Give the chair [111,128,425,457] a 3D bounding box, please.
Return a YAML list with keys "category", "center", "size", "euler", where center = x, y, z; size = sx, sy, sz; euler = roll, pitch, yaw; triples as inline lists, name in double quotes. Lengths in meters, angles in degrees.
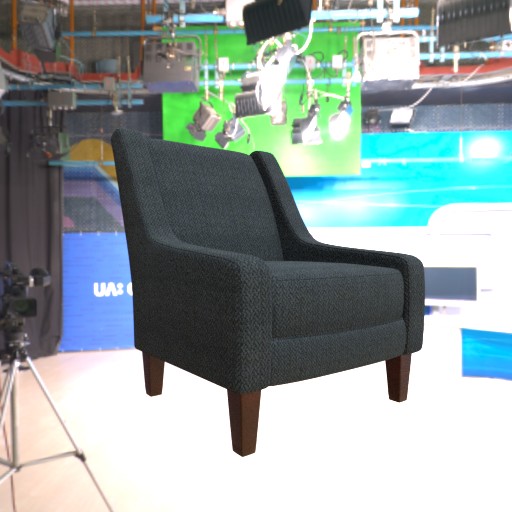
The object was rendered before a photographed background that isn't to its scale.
- category: "chair"
  center: [0.000, 0.000, 1.666]
  size: [0.793, 1.012, 0.944]
  euler: [-1, 1, -37]
